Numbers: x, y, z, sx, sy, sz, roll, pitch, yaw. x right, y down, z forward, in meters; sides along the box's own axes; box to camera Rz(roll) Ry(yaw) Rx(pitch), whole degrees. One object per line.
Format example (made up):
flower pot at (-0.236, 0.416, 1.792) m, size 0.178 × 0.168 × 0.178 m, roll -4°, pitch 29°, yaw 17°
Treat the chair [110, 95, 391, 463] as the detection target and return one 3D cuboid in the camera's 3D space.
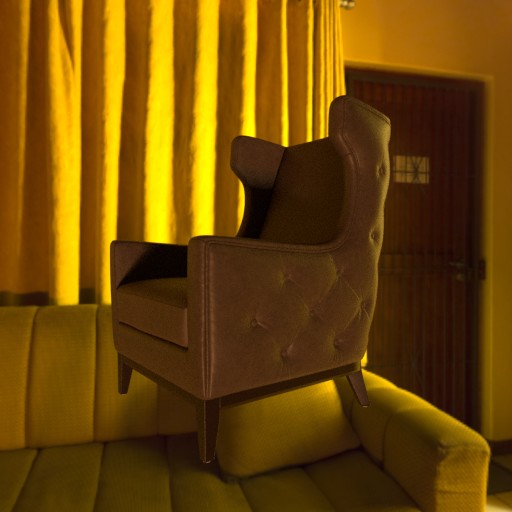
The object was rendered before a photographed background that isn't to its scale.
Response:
chair at (0.000, 0.000, 1.673) m, size 0.899 × 1.079 × 0.769 m, roll 0°, pitch 1°, yaw -35°
